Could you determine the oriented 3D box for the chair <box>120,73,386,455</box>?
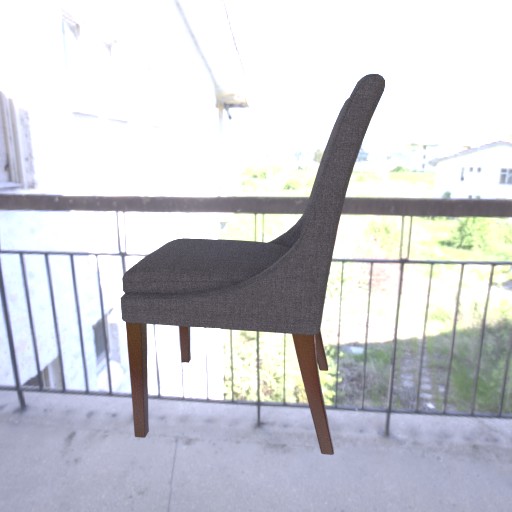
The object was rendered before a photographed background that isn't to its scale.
[{"bbox_3d":[0.000,0.000,1.327,0.655,0.952,0.508,2,14,7],"label":"chair"}]
